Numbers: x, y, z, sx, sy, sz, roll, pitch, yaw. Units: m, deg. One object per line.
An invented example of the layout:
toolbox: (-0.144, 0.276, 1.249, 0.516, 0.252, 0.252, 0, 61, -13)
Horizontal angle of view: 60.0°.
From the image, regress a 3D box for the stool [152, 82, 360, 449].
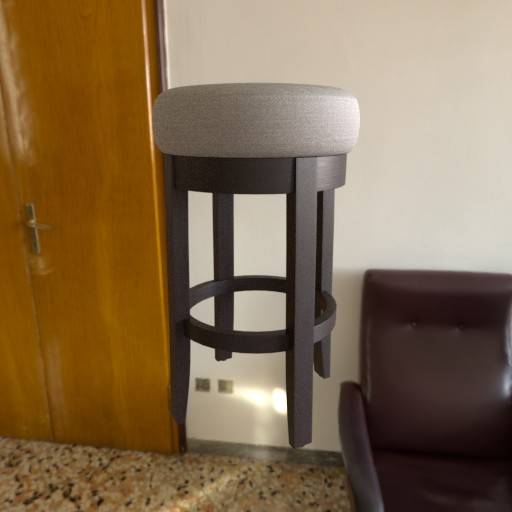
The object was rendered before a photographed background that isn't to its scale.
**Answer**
stool: (0.000, 0.000, 1.050, 0.443, 0.757, 0.443, 0, 16, 0)
